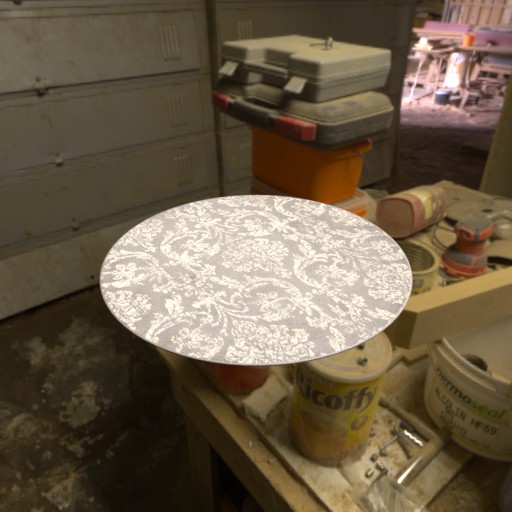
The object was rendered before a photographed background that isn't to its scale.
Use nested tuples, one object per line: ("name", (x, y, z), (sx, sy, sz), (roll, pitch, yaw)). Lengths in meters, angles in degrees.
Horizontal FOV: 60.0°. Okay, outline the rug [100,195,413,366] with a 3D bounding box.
("rug", (0.000, 0.000, 2.355), (1.593, 0.012, 1.593), (0, 31, 0))
